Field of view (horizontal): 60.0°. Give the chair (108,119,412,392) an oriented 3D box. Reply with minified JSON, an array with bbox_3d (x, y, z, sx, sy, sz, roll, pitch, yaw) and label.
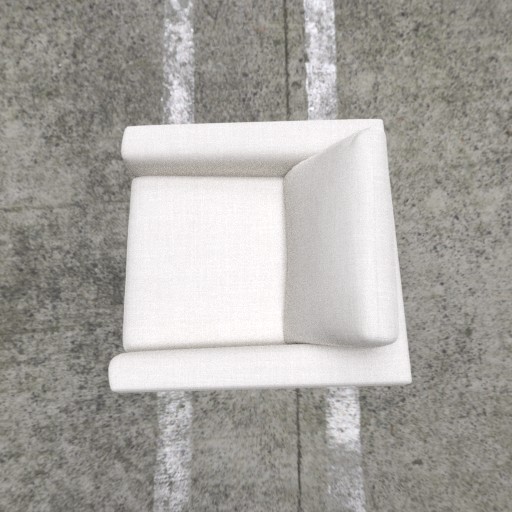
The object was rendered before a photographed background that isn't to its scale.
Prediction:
[{"bbox_3d":[0.000,0.000,1.873,1.100,0.876,1.070,-1,75,0],"label":"chair"}]
